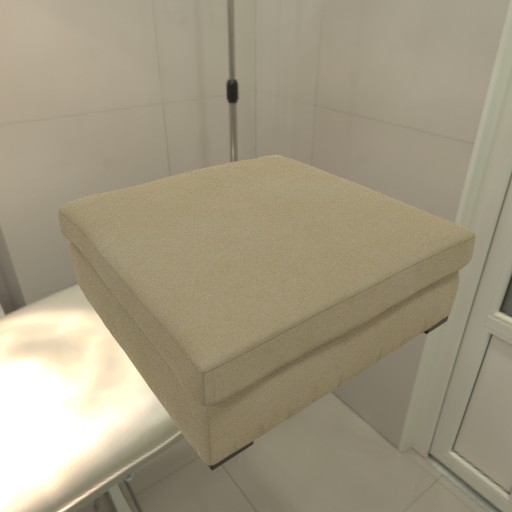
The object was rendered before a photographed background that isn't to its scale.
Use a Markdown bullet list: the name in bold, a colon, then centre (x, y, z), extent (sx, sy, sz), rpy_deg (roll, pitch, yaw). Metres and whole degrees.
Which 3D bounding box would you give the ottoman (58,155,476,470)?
- **ottoman**: centre (0.000, 0.000, 1.805), extent (1.205, 0.522, 1.190), rpy_deg (-21, 36, -31)
